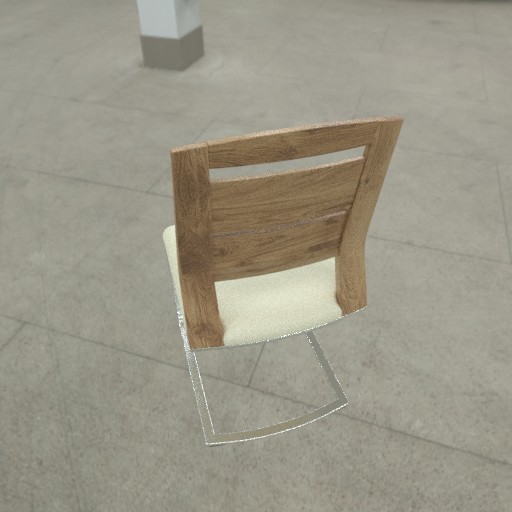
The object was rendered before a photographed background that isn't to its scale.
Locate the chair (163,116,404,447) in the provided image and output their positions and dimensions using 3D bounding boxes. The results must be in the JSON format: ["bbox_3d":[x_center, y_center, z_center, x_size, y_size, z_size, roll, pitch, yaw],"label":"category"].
[{"bbox_3d":[0.000,0.000,1.208,0.457,0.955,0.561,-11,43,-13],"label":"chair"}]
